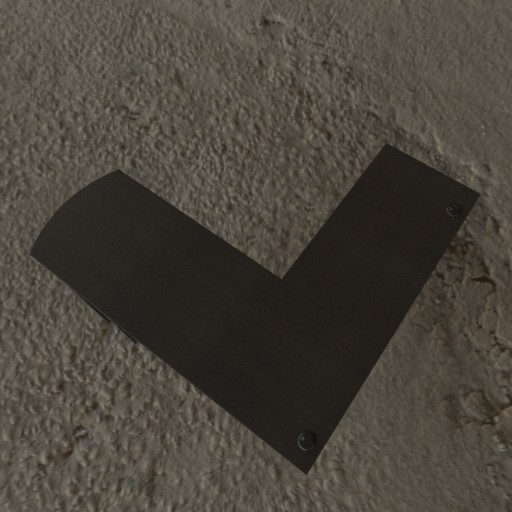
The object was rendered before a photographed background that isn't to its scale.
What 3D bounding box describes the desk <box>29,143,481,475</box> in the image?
[{"bbox_3d":[0.000,0.000,2.113,1.361,0.716,1.303,34,70,14],"label":"desk"}]
